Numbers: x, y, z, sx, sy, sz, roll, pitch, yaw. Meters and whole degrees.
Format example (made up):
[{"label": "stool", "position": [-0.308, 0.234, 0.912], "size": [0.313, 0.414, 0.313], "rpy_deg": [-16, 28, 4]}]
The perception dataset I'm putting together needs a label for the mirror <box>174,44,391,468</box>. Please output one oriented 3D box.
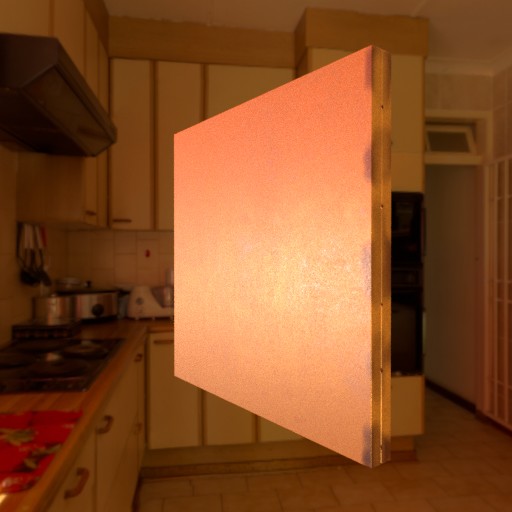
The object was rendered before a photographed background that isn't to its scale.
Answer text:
[{"label": "mirror", "position": [0.000, 0.000, 0.744], "size": [0.042, 0.507, 0.509], "rpy_deg": [0, 1, -38]}]
